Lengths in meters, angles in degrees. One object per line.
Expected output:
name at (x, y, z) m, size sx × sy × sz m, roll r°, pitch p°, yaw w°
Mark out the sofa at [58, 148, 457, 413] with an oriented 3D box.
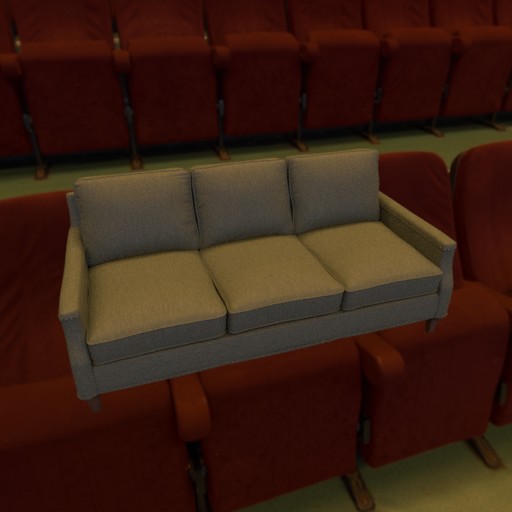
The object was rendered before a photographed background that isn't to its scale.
sofa at (0.000, 0.000, 2.793) m, size 2.246 × 1.003 × 1.084 m, roll -9°, pitch 32°, yaw -15°
